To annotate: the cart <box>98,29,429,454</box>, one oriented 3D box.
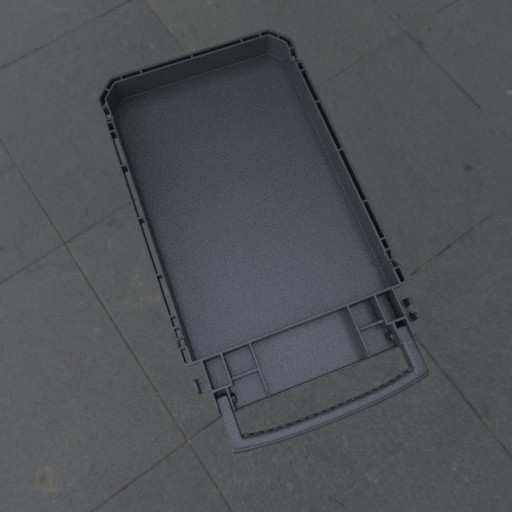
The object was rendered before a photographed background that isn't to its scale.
[{"bbox_3d":[0.000,0.000,1.744,0.674,0.884,1.239,-20,75,-6],"label":"cart"}]
